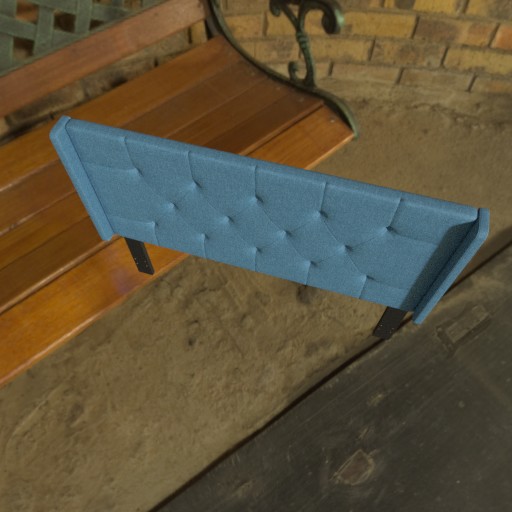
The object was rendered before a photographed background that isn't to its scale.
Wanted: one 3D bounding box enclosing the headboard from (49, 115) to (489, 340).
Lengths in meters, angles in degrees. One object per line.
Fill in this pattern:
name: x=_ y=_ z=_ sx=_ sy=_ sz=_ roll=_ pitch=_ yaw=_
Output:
headboard: x=0.000 y=0.000 z=2.662 sx=2.051 sy=1.524 sz=0.184 roll=14 pitch=59 yaw=9
